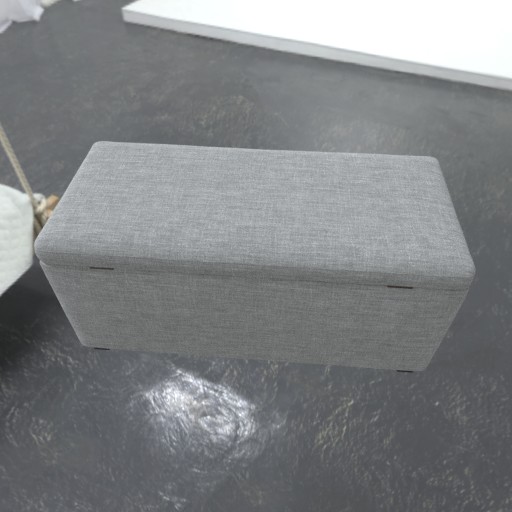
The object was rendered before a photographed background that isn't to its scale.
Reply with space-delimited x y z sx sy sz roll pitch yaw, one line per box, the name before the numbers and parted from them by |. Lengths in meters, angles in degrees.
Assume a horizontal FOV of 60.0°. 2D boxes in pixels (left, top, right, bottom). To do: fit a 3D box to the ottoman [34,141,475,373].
ottoman | 0.000 0.000 1.136 0.902 0.432 0.419 3 47 3
